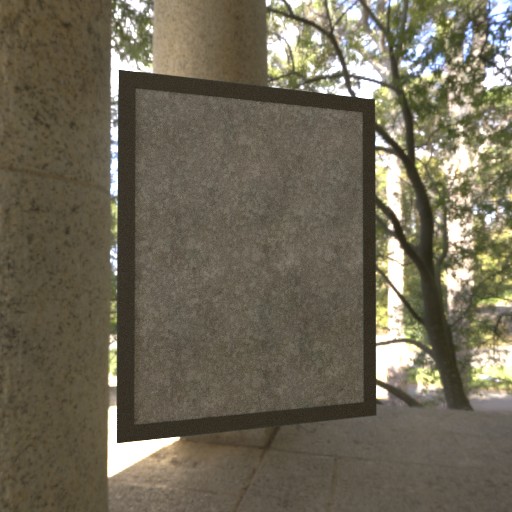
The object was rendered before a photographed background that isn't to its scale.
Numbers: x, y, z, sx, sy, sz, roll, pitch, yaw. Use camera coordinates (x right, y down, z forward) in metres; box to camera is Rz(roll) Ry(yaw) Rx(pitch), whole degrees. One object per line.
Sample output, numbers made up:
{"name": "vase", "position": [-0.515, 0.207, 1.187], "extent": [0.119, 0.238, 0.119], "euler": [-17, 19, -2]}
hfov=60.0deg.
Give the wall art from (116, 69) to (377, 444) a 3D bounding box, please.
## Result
{"name": "wall art", "position": [0.000, 0.000, 1.283], "extent": [0.767, 0.983, 0.030], "euler": [0, -1, -16]}
